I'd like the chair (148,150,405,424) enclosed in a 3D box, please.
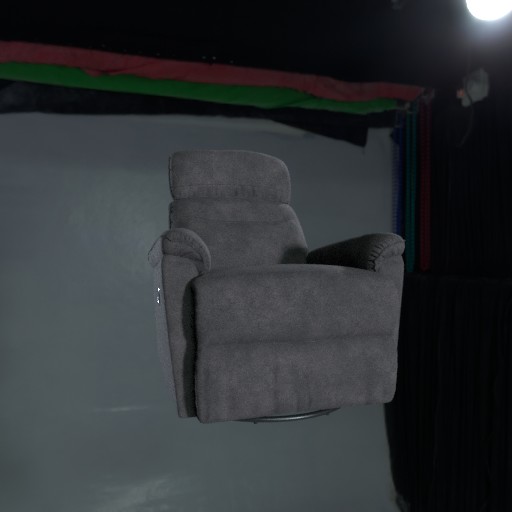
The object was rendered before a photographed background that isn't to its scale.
[{"bbox_3d":[0.000,0.000,1.761,0.830,1.035,1.009,0,0,-18],"label":"chair"}]
